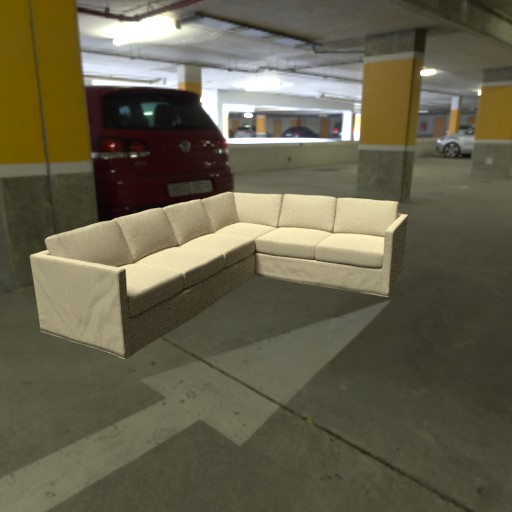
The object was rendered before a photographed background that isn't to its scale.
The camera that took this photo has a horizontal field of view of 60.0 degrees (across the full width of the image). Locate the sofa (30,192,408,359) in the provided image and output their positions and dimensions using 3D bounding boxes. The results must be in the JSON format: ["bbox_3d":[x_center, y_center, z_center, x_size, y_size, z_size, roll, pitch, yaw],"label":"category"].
[{"bbox_3d":[0.000,0.000,4.401,2.432,0.871,3.182,8,17,25],"label":"sofa"}]
